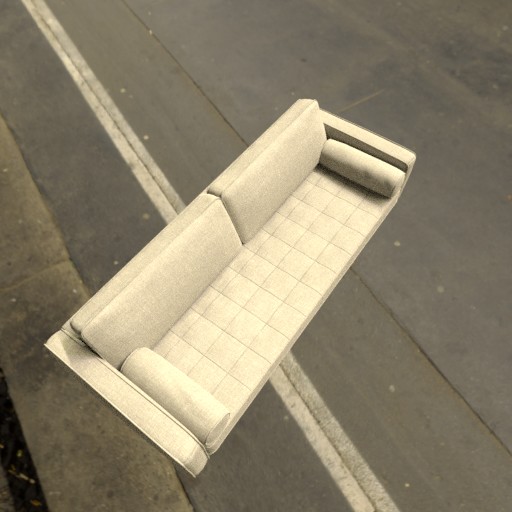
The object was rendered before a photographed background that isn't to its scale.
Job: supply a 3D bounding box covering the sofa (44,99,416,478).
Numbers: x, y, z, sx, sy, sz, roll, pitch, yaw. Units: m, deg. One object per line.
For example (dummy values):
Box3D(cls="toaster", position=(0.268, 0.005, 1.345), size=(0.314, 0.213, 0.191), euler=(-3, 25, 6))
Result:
Box3D(cls="sofa", position=(0.000, 0.000, 2.561), size=(0.914, 0.762, 2.211), euler=(32, 63, 19))
